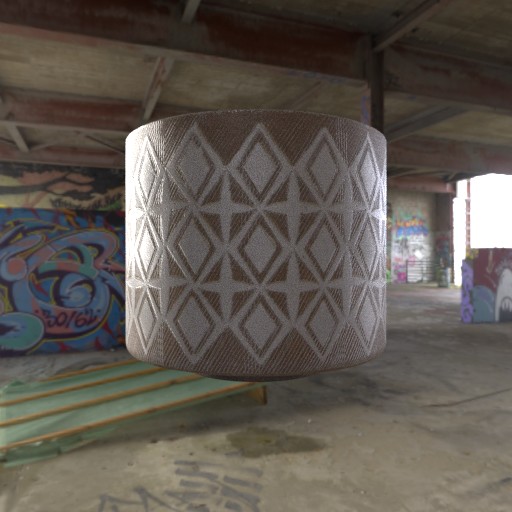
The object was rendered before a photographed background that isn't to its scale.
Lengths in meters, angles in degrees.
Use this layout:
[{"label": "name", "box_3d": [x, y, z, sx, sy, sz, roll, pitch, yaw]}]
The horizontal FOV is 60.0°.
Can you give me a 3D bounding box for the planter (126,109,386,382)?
[{"label": "planter", "box_3d": [0.000, 0.000, 0.342, 0.193, 0.165, 0.193, 0, 0, 0]}]
